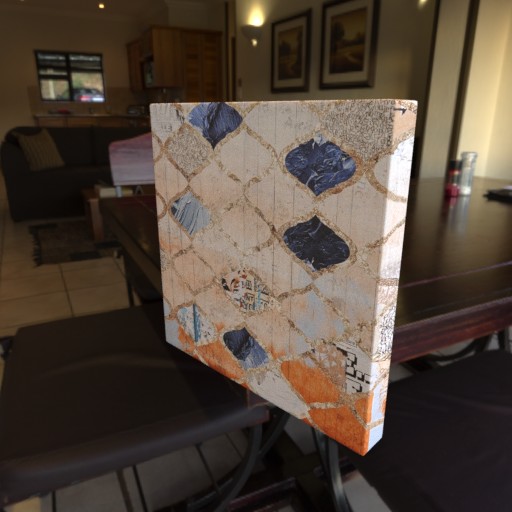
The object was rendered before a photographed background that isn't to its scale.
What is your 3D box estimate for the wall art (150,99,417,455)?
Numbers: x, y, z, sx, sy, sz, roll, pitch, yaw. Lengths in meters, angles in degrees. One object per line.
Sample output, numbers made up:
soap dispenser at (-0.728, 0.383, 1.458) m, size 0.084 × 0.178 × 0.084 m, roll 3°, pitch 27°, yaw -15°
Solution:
wall art at (0.000, 0.000, 0.463) m, size 0.303 × 0.304 × 0.036 m, roll 17°, pitch 24°, yaw 41°
